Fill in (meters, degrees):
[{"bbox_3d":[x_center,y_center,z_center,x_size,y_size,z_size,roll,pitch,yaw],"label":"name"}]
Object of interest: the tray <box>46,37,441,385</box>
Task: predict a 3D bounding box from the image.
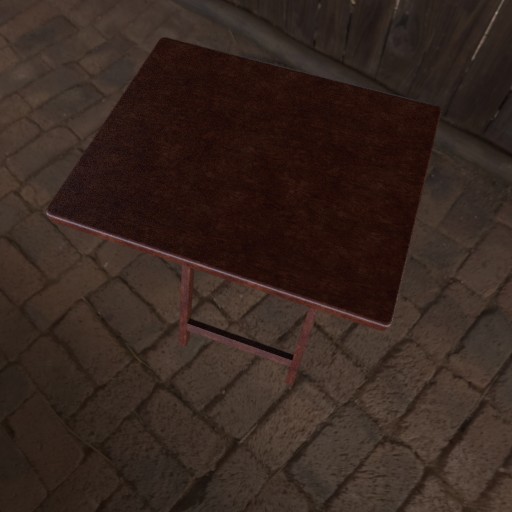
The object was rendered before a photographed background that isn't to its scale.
[{"bbox_3d":[0.000,0.000,0.942,0.483,0.660,0.381,18,65,9],"label":"tray"}]
